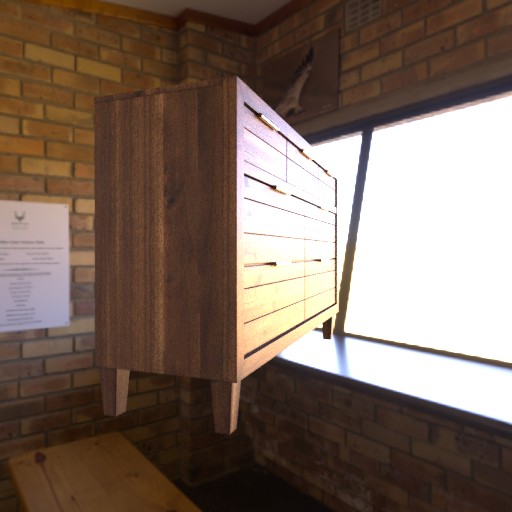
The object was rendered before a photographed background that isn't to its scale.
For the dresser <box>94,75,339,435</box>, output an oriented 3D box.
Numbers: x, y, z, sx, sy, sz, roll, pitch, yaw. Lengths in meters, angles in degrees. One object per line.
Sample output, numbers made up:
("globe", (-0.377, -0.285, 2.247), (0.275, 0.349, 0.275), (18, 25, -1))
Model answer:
("dresser", (0.000, 0.000, 1.806), (0.438, 0.892, 1.387), (0, 1, 21))
